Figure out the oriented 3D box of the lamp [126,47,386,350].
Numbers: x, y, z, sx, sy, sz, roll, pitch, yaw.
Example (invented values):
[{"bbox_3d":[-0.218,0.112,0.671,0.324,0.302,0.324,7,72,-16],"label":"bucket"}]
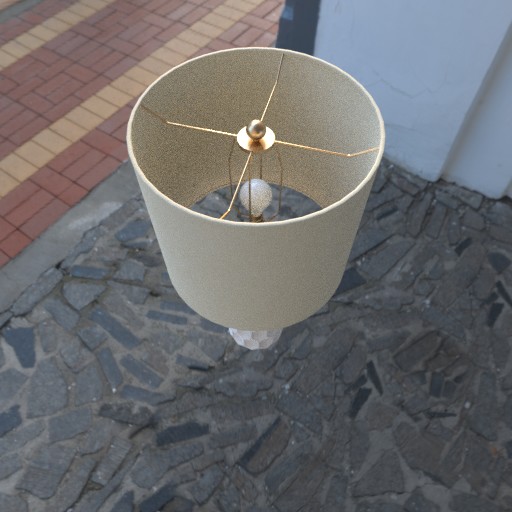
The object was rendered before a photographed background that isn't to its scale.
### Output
[{"bbox_3d":[0.000,0.000,0.704,0.277,0.537,0.277,-32,63,-19],"label":"lamp"}]
